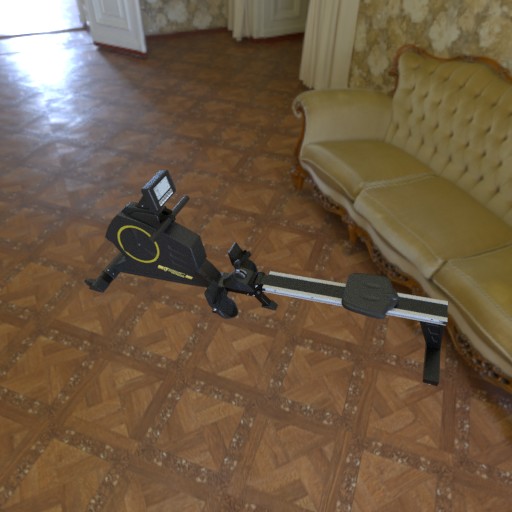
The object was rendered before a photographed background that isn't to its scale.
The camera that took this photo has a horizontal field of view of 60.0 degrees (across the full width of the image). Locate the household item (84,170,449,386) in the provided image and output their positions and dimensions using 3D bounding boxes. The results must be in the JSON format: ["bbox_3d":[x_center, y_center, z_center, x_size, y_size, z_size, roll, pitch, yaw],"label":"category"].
[{"bbox_3d":[0.000,0.000,2.594,2.251,0.810,0.521,13,43,14],"label":"household item"}]
